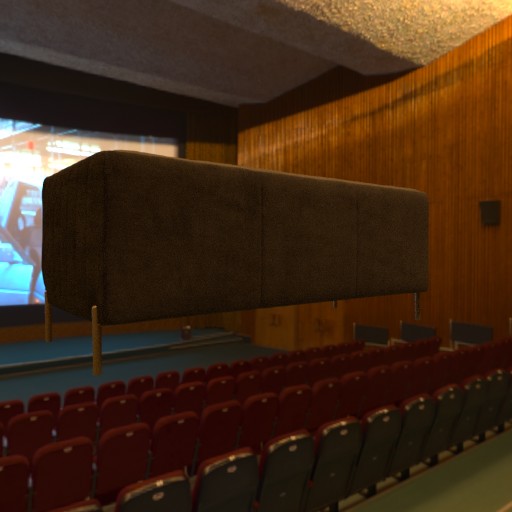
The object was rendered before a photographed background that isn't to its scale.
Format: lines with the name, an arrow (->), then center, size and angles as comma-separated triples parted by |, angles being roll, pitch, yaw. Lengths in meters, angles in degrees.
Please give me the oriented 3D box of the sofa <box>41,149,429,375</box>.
sofa -> 0.000, 0.000, 2.369 | 1.980, 0.780, 0.876 | -1, 1, -37
